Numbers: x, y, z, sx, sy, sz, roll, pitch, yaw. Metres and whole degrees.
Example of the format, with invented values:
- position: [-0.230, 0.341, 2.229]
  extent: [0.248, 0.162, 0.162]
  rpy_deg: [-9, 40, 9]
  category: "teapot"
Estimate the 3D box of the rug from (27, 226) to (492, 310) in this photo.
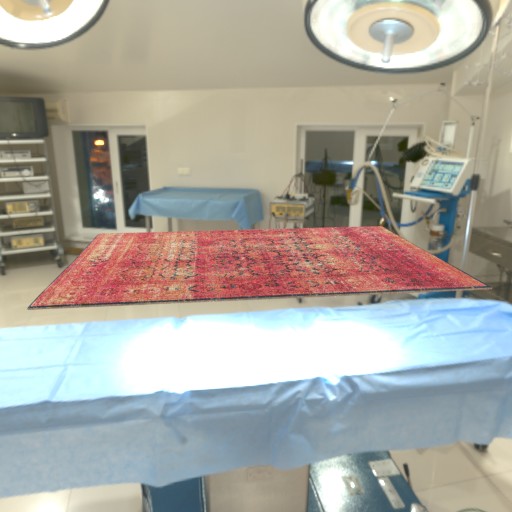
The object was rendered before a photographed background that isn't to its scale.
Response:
- position: [0.000, 0.000, 3.043]
  extent: [2.449, 0.018, 1.539]
  rpy_deg: [-2, 17, -6]
  category: "rug"
